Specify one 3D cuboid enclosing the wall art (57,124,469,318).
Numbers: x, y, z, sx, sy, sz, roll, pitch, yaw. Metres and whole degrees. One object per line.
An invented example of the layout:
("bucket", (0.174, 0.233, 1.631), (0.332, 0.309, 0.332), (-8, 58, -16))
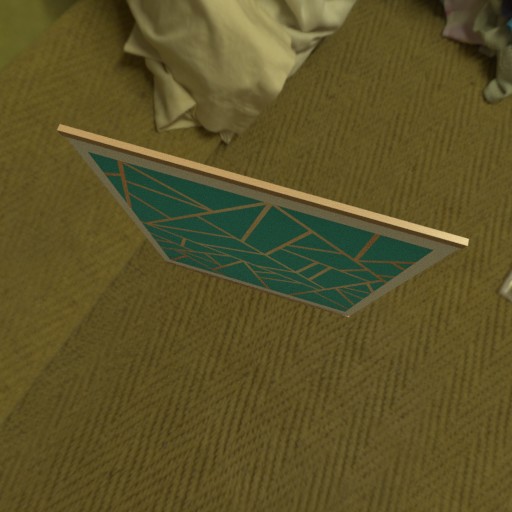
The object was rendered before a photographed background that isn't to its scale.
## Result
("wall art", (0.000, 0.000, 1.277), (0.758, 1.016, 0.013), (16, 76, 4))
